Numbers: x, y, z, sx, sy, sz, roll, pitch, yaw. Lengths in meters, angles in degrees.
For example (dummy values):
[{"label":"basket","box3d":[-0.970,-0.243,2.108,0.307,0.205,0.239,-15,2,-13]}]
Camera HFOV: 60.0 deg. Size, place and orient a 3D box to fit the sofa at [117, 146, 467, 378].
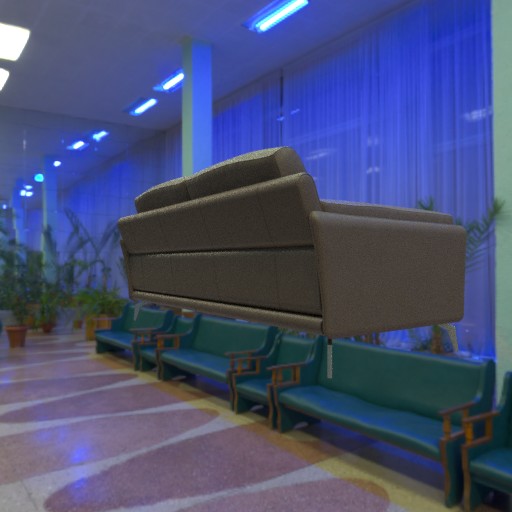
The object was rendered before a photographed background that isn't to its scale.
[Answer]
[{"label":"sofa","box3d":[0.000,0.000,2.684,1.049,0.930,2.101,1,-1,-35]}]
